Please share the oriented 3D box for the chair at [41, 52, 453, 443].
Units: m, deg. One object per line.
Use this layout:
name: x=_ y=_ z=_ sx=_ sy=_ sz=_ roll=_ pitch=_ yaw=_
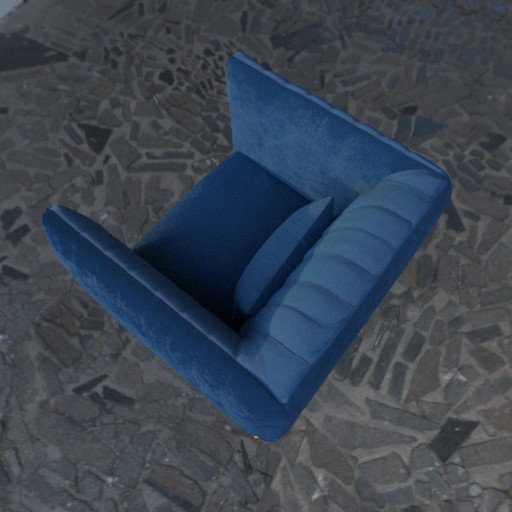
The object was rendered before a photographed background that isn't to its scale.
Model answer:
chair: x=0.000 y=0.000 z=1.575 sx=0.877 sy=0.793 sz=0.947 roll=36 pitch=69 yaw=16
